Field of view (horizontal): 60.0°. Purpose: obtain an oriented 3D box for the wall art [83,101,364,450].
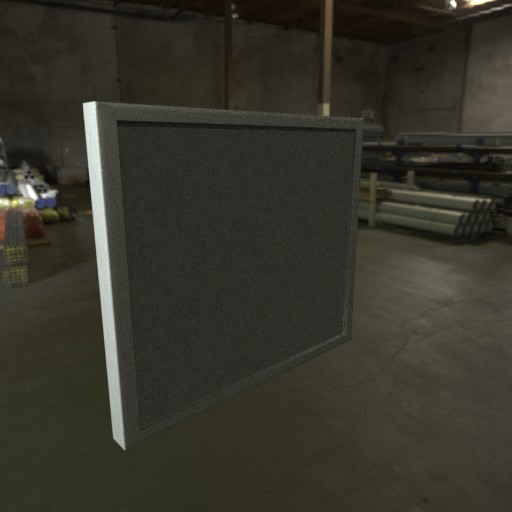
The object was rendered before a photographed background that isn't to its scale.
[{"bbox_3d":[0.000,0.000,0.535,0.380,0.330,0.028,-13,19,-41],"label":"wall art"}]
